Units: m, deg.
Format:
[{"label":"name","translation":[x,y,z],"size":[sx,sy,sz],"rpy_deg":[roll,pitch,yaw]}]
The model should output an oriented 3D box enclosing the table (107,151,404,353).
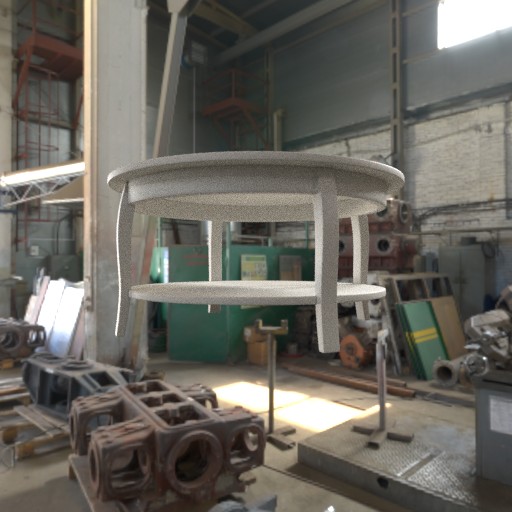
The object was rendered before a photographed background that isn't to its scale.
[{"label":"table","translation":[0.000,0.000,1.432],"size":[0.910,0.457,0.910],"rpy_deg":[0,0,0]}]
